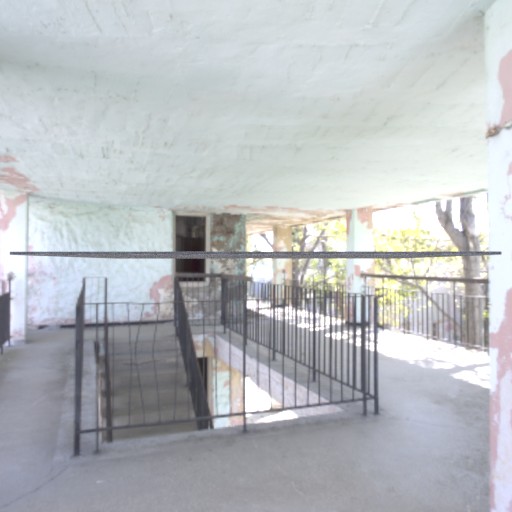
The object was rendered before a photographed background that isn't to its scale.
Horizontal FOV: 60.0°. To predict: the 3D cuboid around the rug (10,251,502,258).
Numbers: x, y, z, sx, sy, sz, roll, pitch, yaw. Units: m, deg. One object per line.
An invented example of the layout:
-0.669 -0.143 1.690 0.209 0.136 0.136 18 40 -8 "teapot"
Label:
0.000 0.000 2.242 1.819 0.012 1.208 0 -1 1 "rug"
